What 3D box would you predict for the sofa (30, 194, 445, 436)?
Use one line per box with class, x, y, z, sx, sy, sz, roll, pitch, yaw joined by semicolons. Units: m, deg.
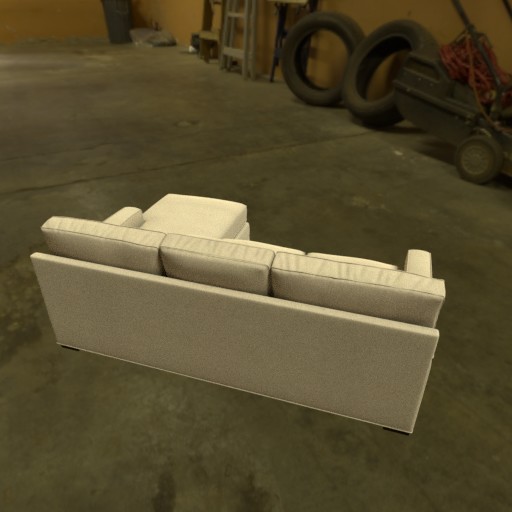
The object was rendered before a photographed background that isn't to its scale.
sofa;0.000;0.000;2.832;2.087;0.861;1.496;10;33;15
